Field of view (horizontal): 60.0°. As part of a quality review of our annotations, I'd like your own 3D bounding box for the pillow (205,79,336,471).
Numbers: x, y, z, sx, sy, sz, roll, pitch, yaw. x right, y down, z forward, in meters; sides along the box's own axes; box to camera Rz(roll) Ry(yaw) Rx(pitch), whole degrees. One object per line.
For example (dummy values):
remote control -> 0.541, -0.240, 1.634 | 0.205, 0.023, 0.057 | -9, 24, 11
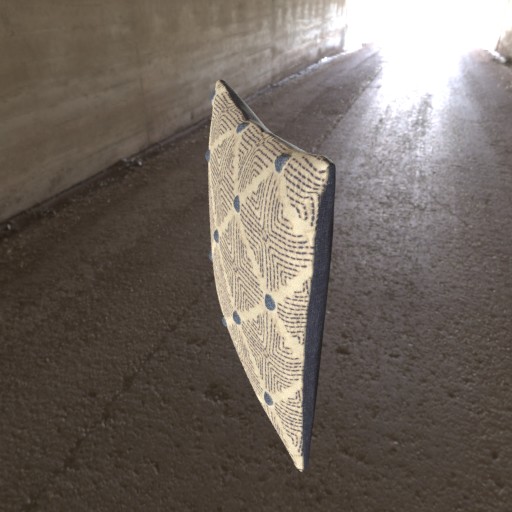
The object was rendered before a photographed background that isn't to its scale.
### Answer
pillow -> 0.000, 0.000, 0.781 | 0.145, 0.510, 0.510 | -9, 32, -14
